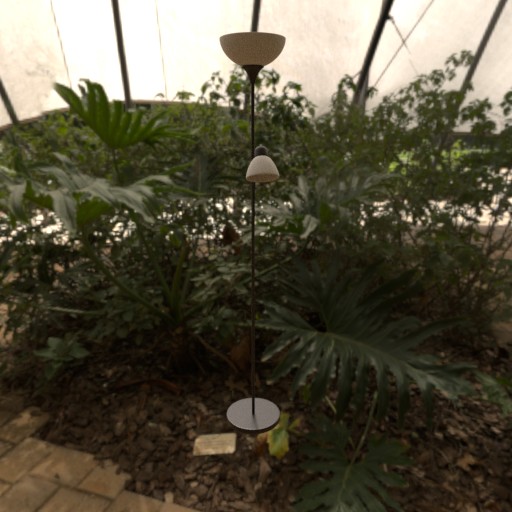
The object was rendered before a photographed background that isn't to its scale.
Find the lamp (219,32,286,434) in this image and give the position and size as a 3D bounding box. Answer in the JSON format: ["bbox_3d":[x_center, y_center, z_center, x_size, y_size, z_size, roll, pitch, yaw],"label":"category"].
[{"bbox_3d":[0.000,0.000,1.985,0.279,1.804,0.442,-3,16,-9],"label":"lamp"}]
